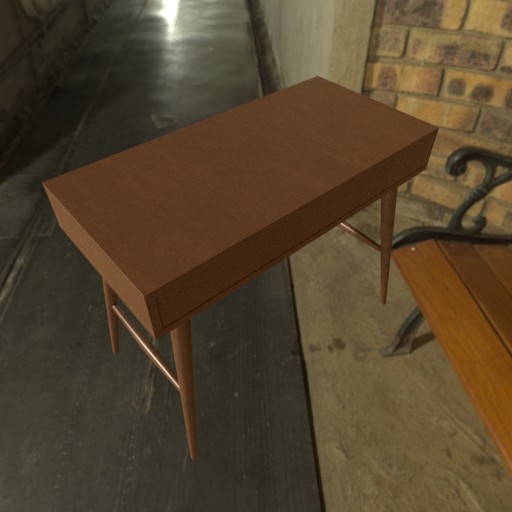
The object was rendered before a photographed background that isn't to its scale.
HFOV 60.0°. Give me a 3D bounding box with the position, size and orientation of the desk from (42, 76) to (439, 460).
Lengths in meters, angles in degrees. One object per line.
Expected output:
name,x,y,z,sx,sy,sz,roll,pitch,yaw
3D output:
desk,0.000,0.000,1.419,0.949,0.758,0.510,-31,52,-28
